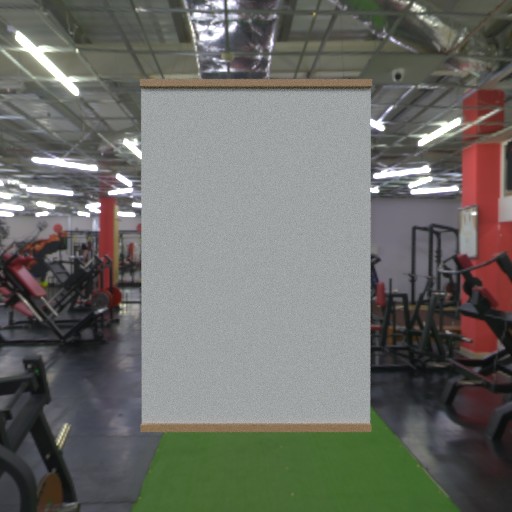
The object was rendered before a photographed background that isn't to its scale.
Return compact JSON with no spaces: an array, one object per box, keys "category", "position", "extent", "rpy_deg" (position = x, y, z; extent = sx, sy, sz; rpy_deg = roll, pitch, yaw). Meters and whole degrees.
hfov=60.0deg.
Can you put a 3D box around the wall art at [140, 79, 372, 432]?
[{"category":"wall art","position":[0.000,0.000,0.648],"extent":[0.335,0.510,0.013],"rpy_deg":[0,0,0]}]
